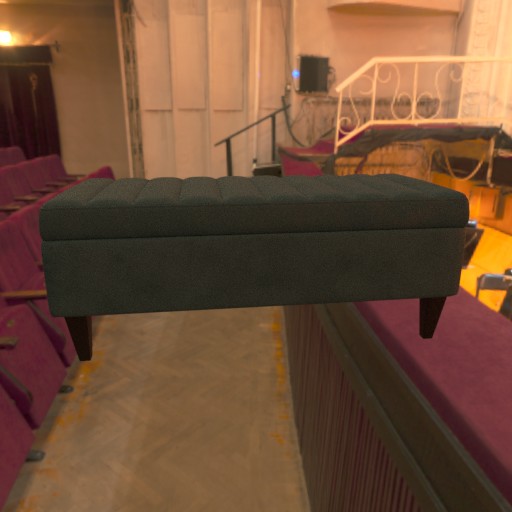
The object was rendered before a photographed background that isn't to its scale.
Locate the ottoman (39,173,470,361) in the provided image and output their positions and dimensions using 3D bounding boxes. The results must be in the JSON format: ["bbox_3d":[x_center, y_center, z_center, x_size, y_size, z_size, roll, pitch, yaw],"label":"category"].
[{"bbox_3d":[0.000,0.000,1.425,1.151,0.469,0.482,-2,17,-7],"label":"ottoman"}]
